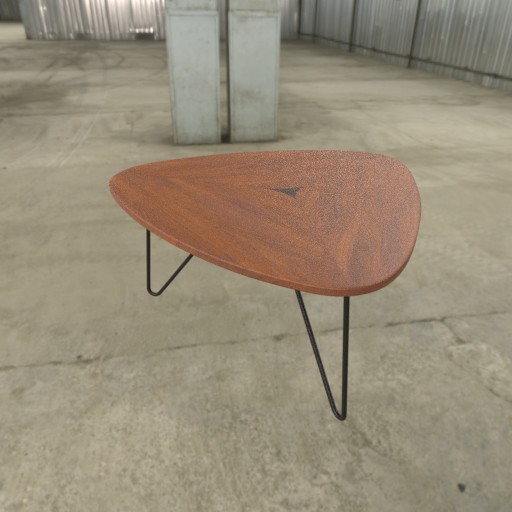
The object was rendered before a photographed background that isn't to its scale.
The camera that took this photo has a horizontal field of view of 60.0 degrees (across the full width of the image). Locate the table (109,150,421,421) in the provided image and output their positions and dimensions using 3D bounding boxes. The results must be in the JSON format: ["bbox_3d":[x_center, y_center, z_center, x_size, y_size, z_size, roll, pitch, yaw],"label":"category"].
[{"bbox_3d":[0.000,0.000,1.258,0.821,0.413,0.833,8,31,15],"label":"table"}]
